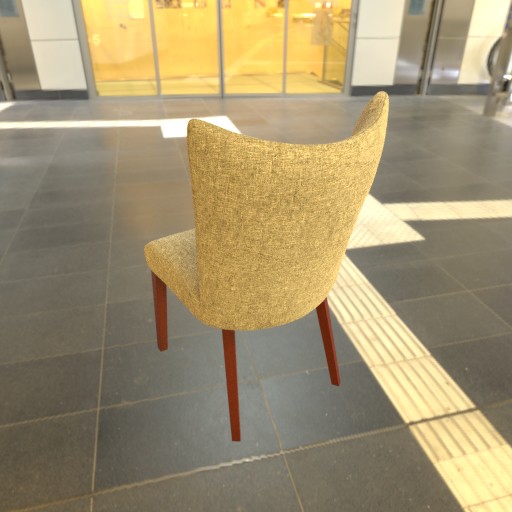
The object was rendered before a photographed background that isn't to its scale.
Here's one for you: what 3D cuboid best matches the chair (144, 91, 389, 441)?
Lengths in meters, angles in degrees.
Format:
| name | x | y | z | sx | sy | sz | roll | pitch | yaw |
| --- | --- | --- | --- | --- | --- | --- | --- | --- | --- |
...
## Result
| name | x | y | z | sx | sy | sz | roll | pitch | yaw |
| --- | --- | --- | --- | --- | --- | --- | --- | --- | --- |
| chair | 0.000 | 0.000 | 1.306 | 0.535 | 0.924 | 0.623 | -18 | 34 | -29 |
